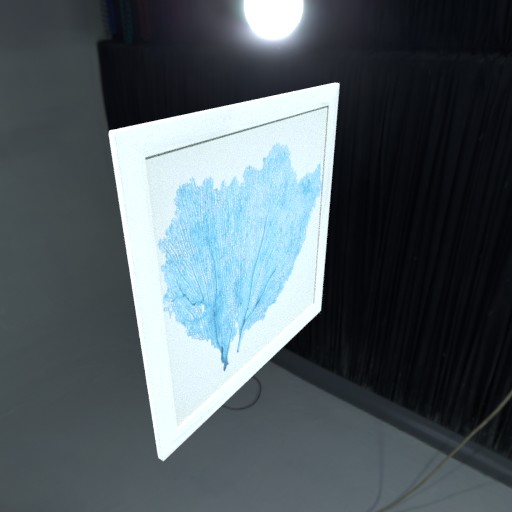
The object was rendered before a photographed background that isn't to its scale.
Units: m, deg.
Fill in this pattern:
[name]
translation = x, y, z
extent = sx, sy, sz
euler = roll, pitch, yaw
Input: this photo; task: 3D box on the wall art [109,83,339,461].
[wall art]
translation = 0.000, 0.000, 0.872
extent = 0.013, 0.584, 0.584
euler = 19, 33, 31
